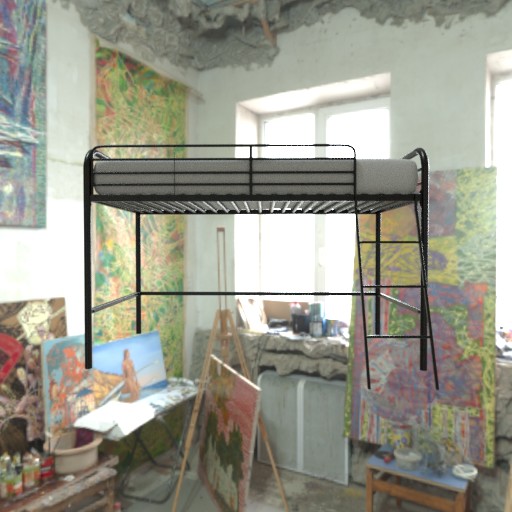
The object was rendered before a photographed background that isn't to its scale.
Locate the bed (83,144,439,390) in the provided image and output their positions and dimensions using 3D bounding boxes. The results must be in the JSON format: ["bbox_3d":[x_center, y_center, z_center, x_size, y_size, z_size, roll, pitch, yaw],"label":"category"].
[{"bbox_3d":[0.000,0.000,2.883,1.968,1.289,1.393,0,1,1],"label":"bed"}]
